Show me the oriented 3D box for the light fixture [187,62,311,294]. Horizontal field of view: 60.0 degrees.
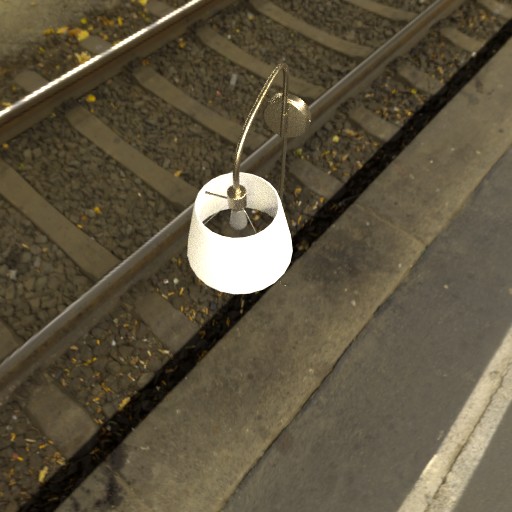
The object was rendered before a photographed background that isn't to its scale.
[{"bbox_3d":[0.000,0.000,0.477,0.092,0.399,0.176,17,60,10],"label":"light fixture"}]
